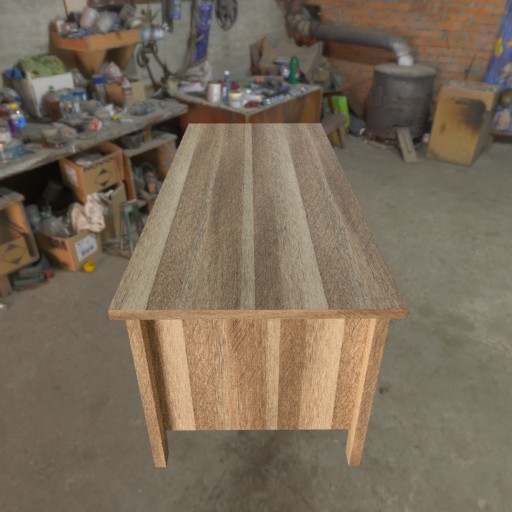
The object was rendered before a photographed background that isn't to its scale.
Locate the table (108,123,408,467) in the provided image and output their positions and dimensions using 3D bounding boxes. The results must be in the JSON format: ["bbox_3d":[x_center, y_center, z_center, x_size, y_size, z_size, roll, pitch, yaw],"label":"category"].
[{"bbox_3d":[0.000,0.000,1.317,0.493,0.480,1.095,0,32,0],"label":"table"}]
